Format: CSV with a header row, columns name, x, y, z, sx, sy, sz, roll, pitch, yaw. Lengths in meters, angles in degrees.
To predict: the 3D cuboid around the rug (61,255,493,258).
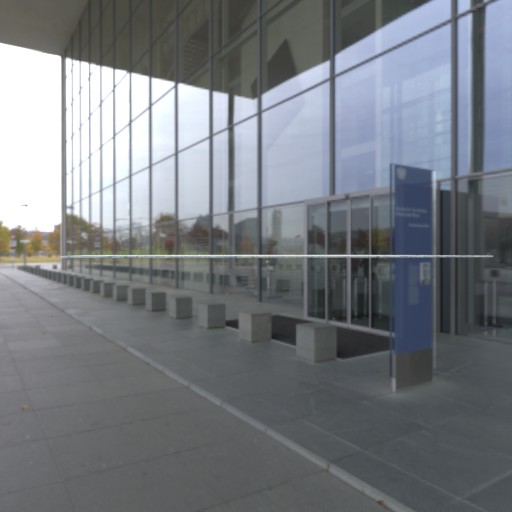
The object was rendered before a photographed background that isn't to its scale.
name,x,y,z,sx,sy,sz,roll,pitch,yaw
rug,0.000,0.000,4.080,3.056,0.013,2.441,0,0,-18
